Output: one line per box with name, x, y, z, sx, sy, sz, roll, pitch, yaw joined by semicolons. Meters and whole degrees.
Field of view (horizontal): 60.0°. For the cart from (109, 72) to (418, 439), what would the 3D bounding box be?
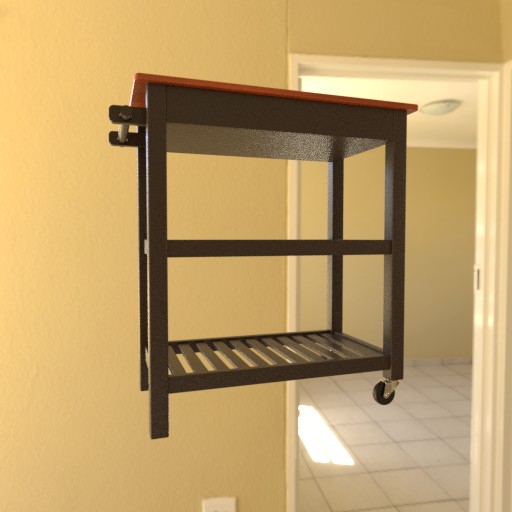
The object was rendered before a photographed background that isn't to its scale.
cart;0.000;0.000;1.440;0.899;0.927;0.457;-1;2;-18
